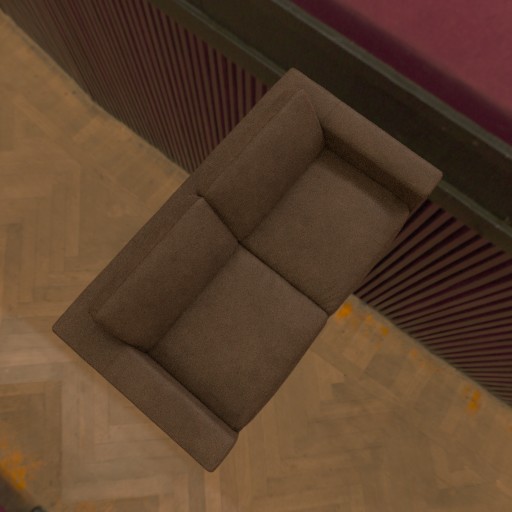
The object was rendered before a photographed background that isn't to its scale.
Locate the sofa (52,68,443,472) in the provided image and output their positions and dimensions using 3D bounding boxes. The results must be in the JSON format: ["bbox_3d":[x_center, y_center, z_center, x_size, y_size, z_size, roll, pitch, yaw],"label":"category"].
[{"bbox_3d":[0.000,0.000,2.415,1.070,0.800,1.920,39,79,9],"label":"sofa"}]
